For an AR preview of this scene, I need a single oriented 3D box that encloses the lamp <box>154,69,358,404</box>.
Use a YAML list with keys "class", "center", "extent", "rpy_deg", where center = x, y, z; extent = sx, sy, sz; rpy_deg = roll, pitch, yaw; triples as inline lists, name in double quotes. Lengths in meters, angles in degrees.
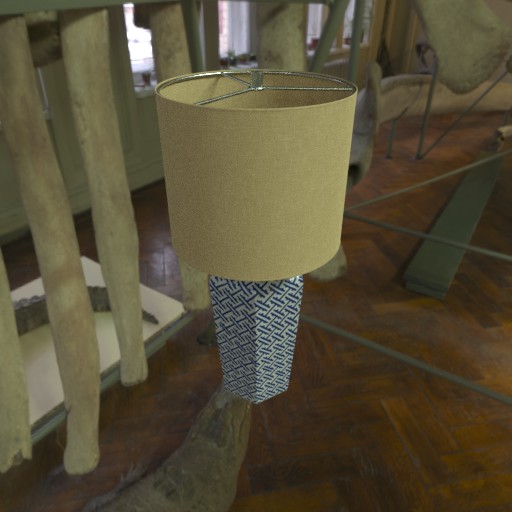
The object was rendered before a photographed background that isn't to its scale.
- class: "lamp"
  center: [0.000, 0.000, 0.877]
  extent: [0.320, 0.682, 0.320]
  rpy_deg: [20, 37, 29]
